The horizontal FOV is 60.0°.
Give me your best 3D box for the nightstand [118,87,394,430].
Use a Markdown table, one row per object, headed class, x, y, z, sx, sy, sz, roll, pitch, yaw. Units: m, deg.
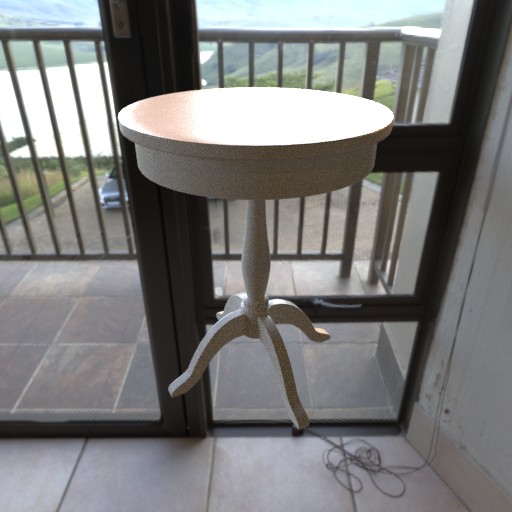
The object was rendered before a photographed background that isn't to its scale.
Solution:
| class | x | y | z | sx | sy | sz | roll | pitch | yaw |
| --- | --- | --- | --- | --- | --- | --- | --- | --- | --- |
| nightstand | 0.000 | 0.000 | 1.014 | 0.513 | 0.653 | 0.513 | -9 | 31 | -16 |
